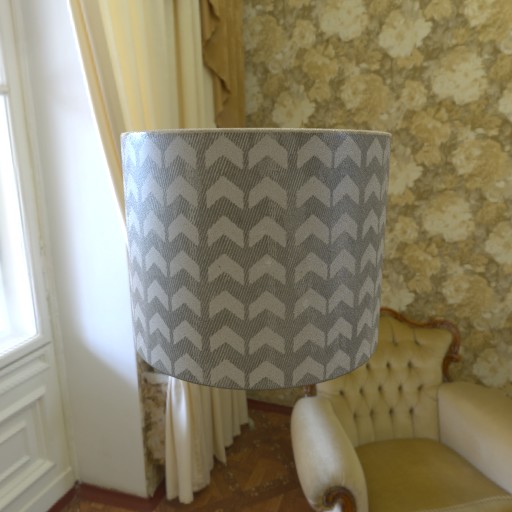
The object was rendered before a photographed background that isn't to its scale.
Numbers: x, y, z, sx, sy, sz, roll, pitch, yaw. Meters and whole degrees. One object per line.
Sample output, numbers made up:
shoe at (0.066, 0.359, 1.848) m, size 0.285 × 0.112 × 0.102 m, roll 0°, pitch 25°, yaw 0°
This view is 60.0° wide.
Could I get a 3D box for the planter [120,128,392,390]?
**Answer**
planter at (0.000, 0.000, 0.453) m, size 0.250 × 0.239 × 0.250 m, roll 0°, pitch 13°, yaw 0°
